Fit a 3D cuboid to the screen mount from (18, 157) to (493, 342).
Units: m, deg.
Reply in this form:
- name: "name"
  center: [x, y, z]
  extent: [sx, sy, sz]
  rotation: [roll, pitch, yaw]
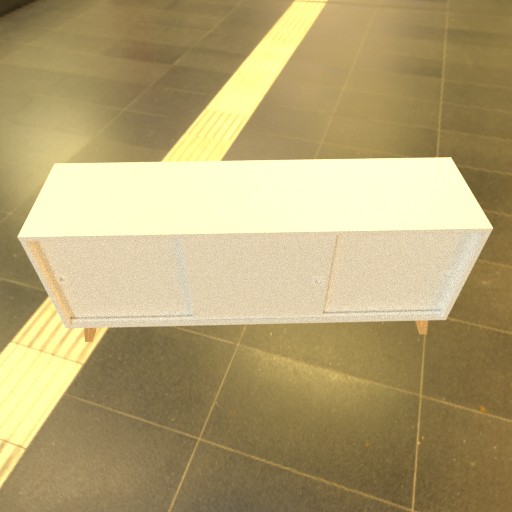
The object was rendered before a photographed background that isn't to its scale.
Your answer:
- name: "screen mount"
  center: [0.000, 0.000, 1.749]
  extent: [1.490, 0.619, 0.400]
  rotation: [-1, 46, -1]
